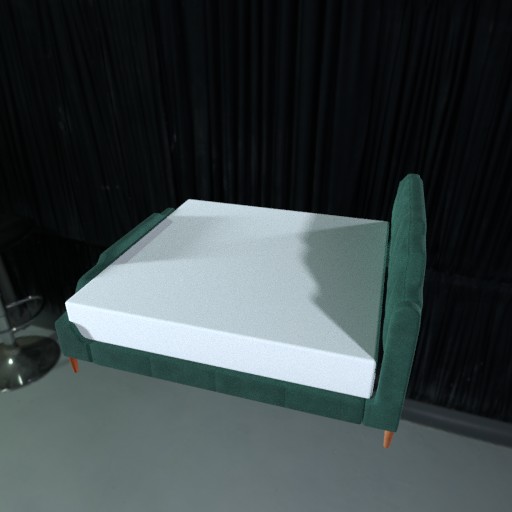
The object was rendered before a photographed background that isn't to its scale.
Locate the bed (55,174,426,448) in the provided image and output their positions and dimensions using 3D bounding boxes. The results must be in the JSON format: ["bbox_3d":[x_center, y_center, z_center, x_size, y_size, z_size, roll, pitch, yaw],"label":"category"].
[{"bbox_3d":[0.000,0.000,3.528,2.340,1.245,2.074,8,29,15],"label":"bed"}]
